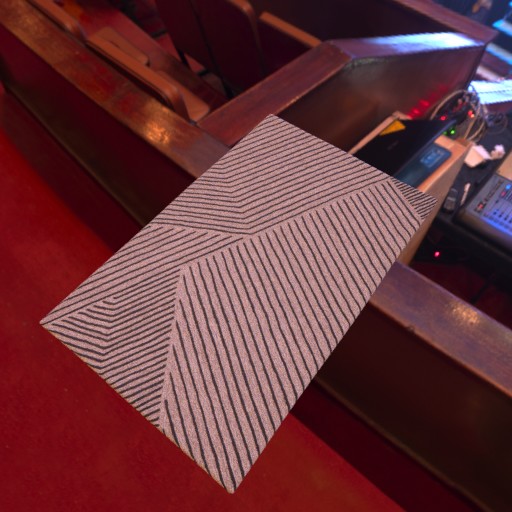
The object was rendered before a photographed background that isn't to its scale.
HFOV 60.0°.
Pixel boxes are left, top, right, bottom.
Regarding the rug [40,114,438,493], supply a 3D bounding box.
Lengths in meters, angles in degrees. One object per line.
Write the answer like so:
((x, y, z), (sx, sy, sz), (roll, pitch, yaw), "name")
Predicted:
((0.000, 0.000, 2.991), (1.539, 0.023, 2.406), (33, 64, 19), "rug")
